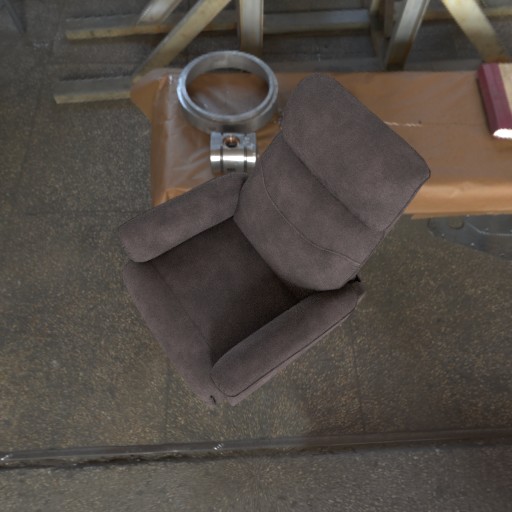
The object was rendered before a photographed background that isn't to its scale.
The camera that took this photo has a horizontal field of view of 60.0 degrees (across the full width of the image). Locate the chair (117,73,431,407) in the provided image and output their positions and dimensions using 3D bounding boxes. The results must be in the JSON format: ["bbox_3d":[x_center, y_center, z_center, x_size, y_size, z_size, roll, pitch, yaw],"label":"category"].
[{"bbox_3d":[0.000,0.000,1.795,1.009,1.035,0.830,-33,68,-15],"label":"chair"}]
